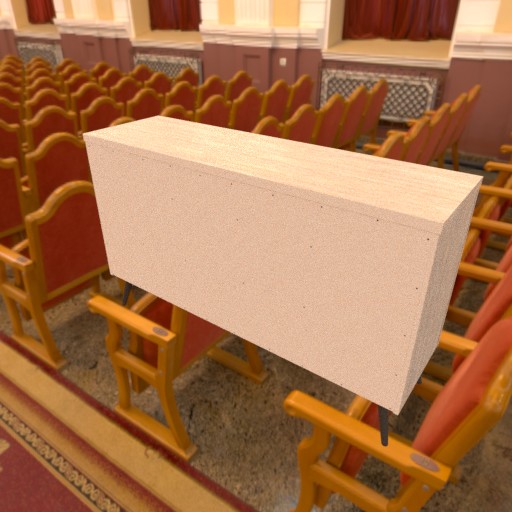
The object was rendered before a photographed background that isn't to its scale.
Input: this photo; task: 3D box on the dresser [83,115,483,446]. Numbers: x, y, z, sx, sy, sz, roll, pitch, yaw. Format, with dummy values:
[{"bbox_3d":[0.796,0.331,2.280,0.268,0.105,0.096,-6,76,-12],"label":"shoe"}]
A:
[{"bbox_3d":[0.000,0.000,1.911,1.524,0.914,0.457,20,35,31],"label":"dresser"}]
